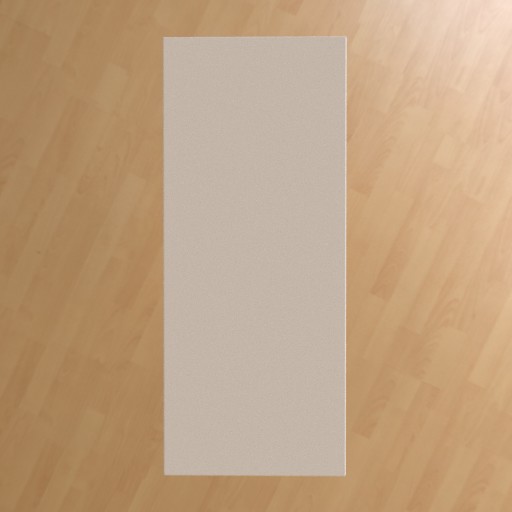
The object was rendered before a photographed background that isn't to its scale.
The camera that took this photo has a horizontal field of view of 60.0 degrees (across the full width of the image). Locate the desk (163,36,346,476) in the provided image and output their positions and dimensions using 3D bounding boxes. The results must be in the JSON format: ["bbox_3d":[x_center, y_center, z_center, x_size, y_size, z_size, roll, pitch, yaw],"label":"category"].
[{"bbox_3d":[0.000,0.000,1.615,0.508,0.775,1.220,0,91,1],"label":"desk"}]
